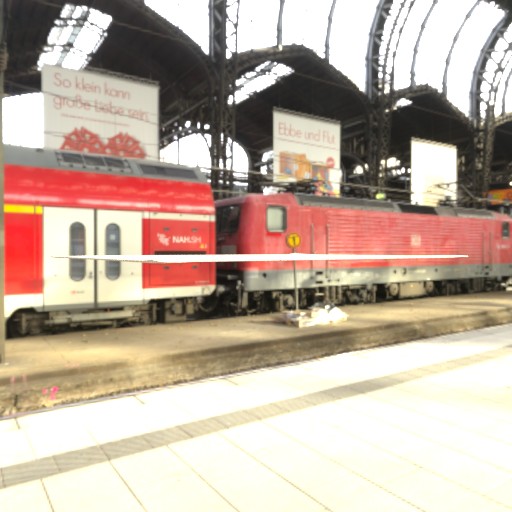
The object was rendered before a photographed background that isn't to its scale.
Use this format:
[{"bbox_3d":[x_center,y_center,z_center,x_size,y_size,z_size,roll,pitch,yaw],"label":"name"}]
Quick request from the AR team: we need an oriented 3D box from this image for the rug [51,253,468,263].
[{"bbox_3d":[0.000,0.000,3.896,2.897,0.035,2.277,0,1,-36],"label":"rug"}]
